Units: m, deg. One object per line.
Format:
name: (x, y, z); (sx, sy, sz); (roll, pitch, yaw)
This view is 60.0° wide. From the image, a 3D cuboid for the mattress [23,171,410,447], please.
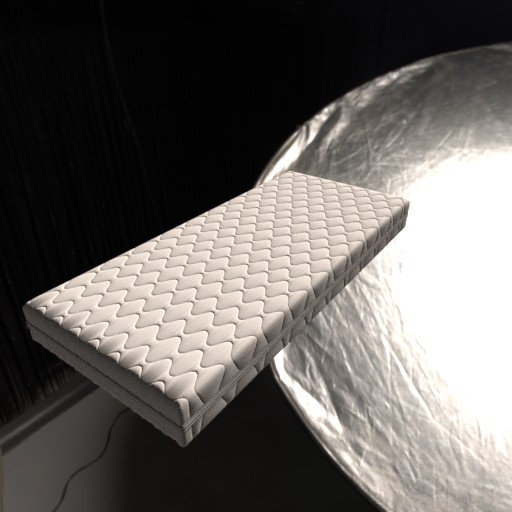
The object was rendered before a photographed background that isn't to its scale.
mattress: (0.000, 0.000, 2.297); (0.900, 0.200, 2.000); (20, 36, 31)
